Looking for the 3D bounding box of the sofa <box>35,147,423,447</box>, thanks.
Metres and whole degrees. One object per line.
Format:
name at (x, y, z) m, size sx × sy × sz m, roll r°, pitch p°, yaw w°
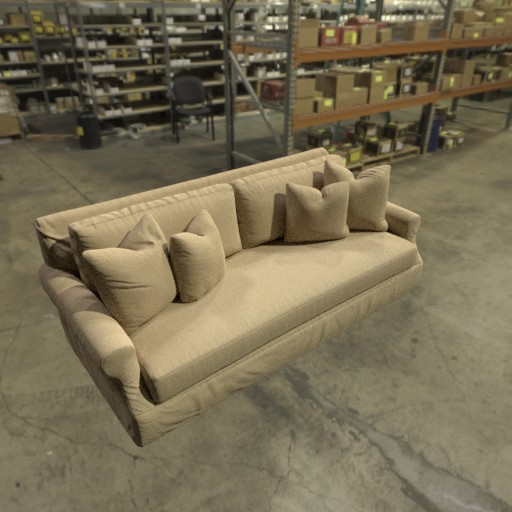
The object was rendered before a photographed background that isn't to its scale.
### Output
sofa at (0.000, 0.000, 2.734) m, size 2.285 × 0.904 × 1.067 m, roll -21°, pitch 36°, yaw -33°
